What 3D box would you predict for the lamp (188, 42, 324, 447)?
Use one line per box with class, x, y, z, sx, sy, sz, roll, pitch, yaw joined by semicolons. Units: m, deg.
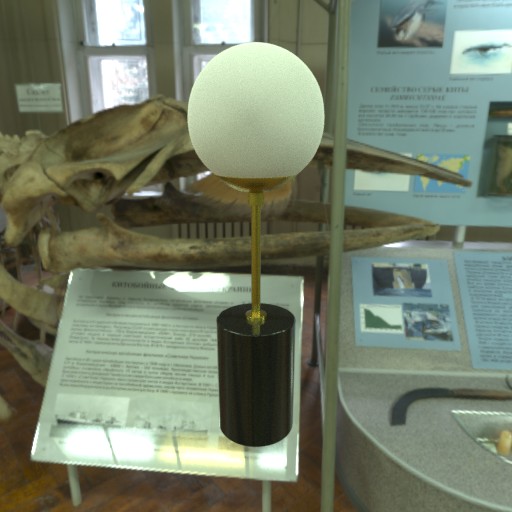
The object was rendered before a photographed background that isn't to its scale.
lamp;0.000;0.000;0.548;0.153;0.480;0.153;0;16;0
